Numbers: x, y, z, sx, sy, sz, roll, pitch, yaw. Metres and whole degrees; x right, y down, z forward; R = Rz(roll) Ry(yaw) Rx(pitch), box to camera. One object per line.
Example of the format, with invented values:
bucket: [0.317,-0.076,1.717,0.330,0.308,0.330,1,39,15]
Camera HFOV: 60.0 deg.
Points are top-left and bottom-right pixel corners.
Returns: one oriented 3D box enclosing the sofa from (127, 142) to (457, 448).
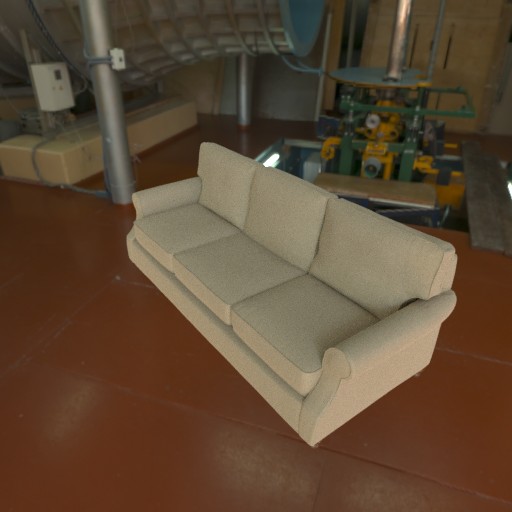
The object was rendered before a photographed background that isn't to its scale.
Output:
sofa: [0.000,0.000,2.885,0.966,0.948,2.354,-20,36,-31]
